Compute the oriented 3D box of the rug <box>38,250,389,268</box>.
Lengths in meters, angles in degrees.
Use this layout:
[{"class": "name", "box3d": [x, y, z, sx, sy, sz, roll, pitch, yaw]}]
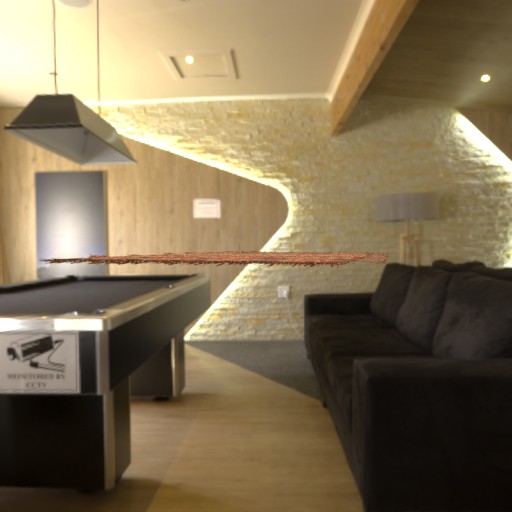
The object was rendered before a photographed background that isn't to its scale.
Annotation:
[{"class": "rug", "box3d": [0.000, 0.000, 2.559, 1.469, 0.040, 2.025, 0, 2, 18]}]
